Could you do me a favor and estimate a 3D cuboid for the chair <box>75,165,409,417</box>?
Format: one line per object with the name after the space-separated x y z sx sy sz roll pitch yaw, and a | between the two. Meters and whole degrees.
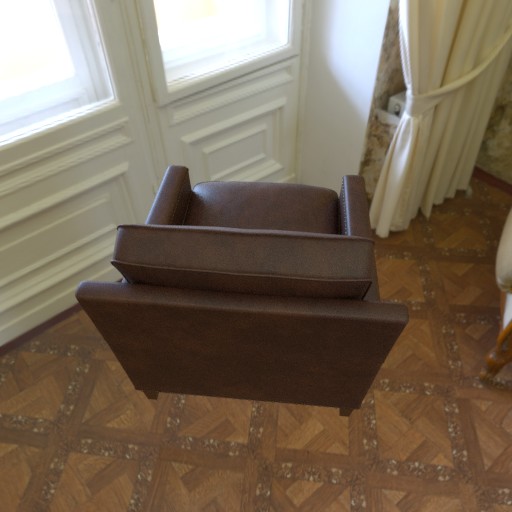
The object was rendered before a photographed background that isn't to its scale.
0.000 0.000 1.690 0.853 0.929 1.014 4 46 4 | chair
